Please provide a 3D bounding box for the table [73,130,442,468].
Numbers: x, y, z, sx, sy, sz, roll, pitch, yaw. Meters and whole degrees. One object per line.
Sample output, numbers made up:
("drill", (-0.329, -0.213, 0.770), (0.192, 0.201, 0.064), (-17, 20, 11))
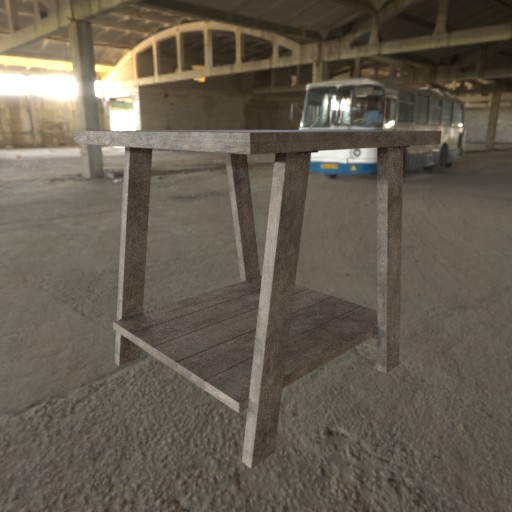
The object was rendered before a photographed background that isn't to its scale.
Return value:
("table", (0.000, 0.000, 1.120), (0.610, 0.610, 0.610), (-15, 22, -42))
